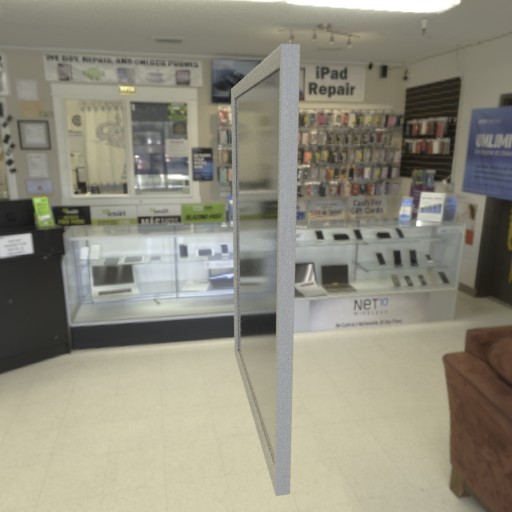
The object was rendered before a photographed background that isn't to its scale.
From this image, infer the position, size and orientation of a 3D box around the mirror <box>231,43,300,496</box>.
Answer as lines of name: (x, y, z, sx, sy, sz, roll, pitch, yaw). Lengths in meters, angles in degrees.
mirror: (0.000, 0.000, 1.321, 0.040, 1.016, 0.762, -3, 15, -10)
